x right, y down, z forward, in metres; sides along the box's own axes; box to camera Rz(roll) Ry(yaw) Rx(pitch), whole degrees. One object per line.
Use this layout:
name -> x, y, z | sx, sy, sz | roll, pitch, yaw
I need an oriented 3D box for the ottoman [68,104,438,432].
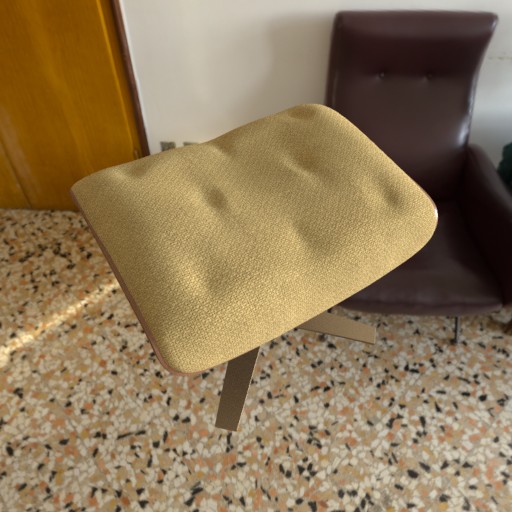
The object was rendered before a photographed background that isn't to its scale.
ottoman -> 0.000, 0.000, 0.841 | 0.520, 0.391, 0.394 | -25, 51, -22
